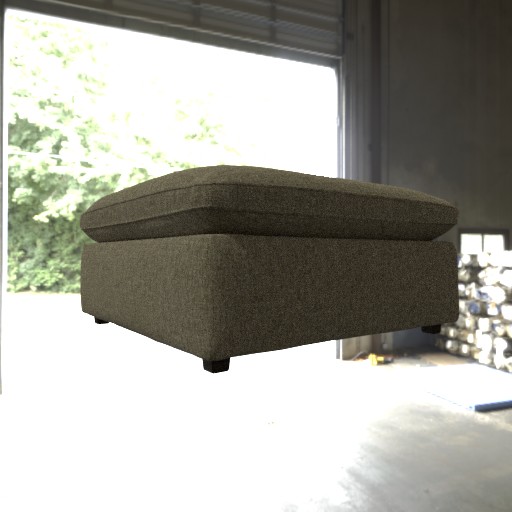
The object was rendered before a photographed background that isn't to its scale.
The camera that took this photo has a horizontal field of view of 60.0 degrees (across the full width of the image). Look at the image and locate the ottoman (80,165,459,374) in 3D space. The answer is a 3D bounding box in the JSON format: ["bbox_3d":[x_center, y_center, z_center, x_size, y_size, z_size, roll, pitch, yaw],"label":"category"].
[{"bbox_3d":[0.000,0.000,1.616,1.035,0.526,1.039,0,0,-36],"label":"ottoman"}]
